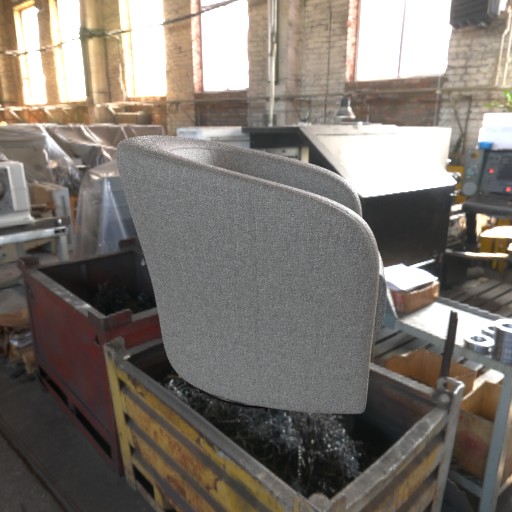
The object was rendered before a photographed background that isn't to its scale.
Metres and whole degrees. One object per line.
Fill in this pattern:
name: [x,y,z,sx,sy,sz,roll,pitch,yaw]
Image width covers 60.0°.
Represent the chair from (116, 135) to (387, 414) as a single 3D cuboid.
chair: [0.000,0.000,1.477,0.815,0.771,0.791,3,17,9]
